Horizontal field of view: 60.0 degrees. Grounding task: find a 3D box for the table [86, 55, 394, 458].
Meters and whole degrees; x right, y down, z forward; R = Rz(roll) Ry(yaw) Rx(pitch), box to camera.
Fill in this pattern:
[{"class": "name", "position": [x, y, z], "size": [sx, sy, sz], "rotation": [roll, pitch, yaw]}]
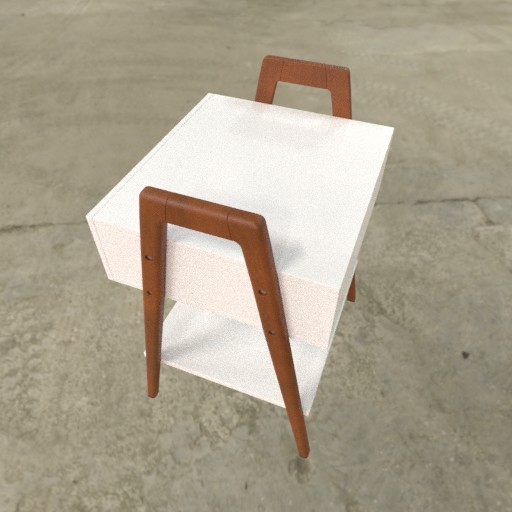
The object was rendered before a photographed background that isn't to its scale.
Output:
[{"class": "table", "position": [0.000, 0.000, 0.889], "size": [0.405, 0.610, 0.457], "rotation": [16, 48, 15]}]
